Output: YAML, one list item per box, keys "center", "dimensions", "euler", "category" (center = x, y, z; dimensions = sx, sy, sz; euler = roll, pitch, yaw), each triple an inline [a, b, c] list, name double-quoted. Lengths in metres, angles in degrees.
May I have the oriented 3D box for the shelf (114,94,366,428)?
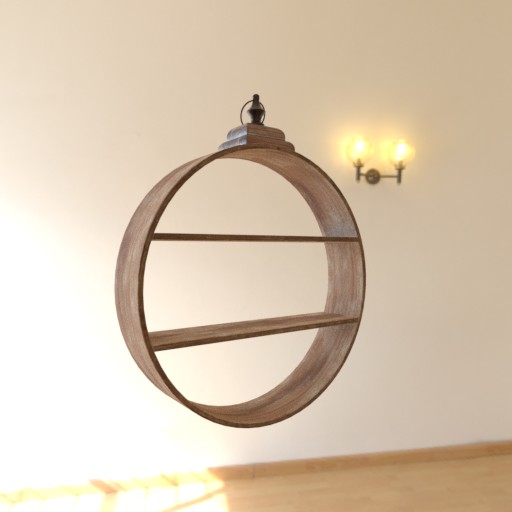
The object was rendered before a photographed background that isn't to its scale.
- center: [0.000, 0.000, 0.999]
  dimensions: [0.601, 0.725, 0.125]
  euler: [-1, 1, -36]
  category: "shelf"
